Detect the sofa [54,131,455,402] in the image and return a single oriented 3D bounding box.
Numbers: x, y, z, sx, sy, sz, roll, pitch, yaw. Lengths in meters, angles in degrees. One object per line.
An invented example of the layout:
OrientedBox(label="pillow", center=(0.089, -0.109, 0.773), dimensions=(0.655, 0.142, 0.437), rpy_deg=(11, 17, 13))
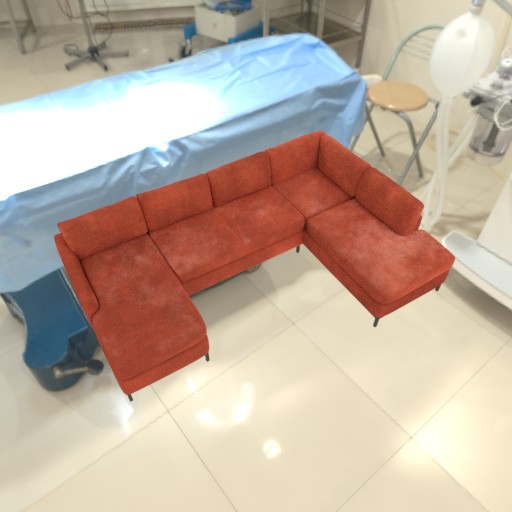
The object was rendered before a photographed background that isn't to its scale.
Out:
OrientedBox(label="sofa", center=(0.000, 0.000, 3.942), dimensions=(2.971, 0.858, 1.981), rpy_deg=(-24, 51, -21))
